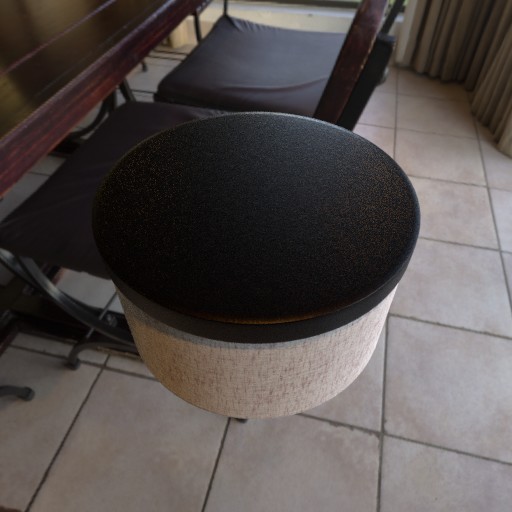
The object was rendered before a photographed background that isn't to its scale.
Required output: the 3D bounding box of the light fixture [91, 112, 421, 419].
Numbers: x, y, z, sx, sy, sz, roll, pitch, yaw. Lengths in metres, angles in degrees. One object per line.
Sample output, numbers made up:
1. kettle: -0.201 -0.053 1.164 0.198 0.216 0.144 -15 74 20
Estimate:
1. light fixture: 0.000 0.000 0.621 0.389 0.229 0.389 0 46 0
